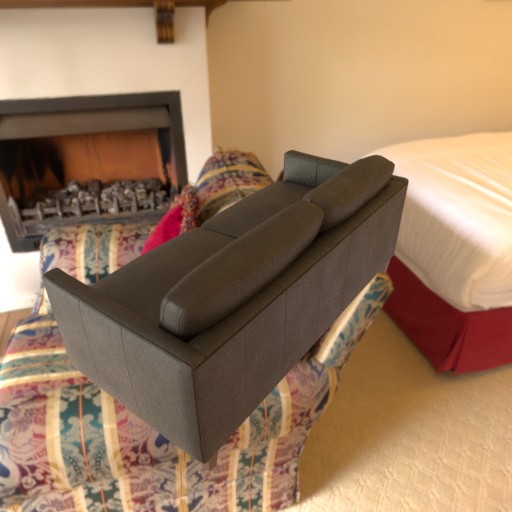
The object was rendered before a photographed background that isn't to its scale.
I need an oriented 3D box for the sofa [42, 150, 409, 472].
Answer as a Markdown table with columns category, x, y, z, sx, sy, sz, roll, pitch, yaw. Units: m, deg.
| category | x | y | z | sx | sy | sz | roll | pitch | yaw |
| --- | --- | --- | --- | --- | --- | --- | --- | --- | --- |
| sofa | 0.000 | 0.000 | 2.455 | 0.933 | 0.863 | 1.971 | 22 | 39 | 30 |
